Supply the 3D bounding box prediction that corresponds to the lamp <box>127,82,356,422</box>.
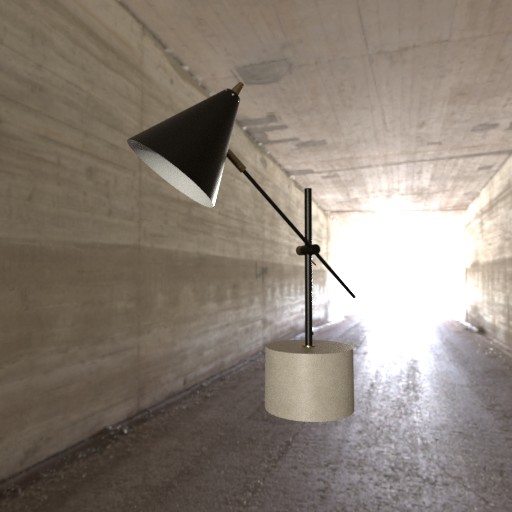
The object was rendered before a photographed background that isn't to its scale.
[{"bbox_3d":[0.000,0.000,0.713,0.403,0.518,0.214,1,-2,-18],"label":"lamp"}]
